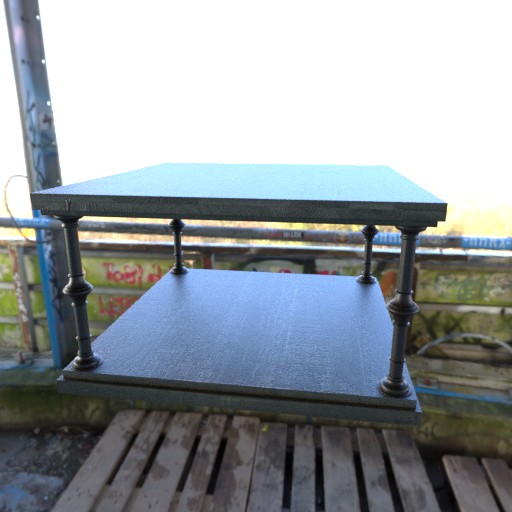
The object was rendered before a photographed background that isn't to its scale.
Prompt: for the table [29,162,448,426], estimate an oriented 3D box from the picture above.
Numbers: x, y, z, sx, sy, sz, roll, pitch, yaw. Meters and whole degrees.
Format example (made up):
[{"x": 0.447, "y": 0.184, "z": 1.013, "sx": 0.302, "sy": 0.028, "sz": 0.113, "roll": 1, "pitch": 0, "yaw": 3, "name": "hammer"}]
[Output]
[{"x": 0.000, "y": 0.000, "z": 1.111, "sx": 0.696, "sy": 0.400, "sz": 0.696, "roll": 2, "pitch": 16, "yaw": 8, "name": "table"}]
